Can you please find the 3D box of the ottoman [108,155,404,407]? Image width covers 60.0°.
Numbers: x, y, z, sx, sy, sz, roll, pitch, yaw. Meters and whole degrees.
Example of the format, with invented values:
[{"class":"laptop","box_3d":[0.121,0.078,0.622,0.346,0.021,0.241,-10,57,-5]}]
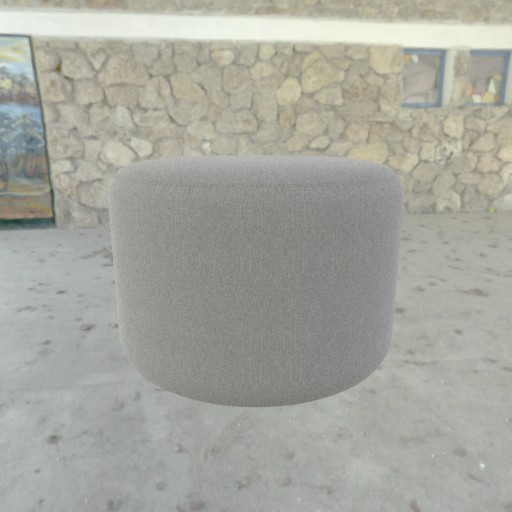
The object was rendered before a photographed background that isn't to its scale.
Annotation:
[{"class":"ottoman","box_3d":[0.000,0.000,0.992,0.608,0.433,0.608,0,15,0]}]
